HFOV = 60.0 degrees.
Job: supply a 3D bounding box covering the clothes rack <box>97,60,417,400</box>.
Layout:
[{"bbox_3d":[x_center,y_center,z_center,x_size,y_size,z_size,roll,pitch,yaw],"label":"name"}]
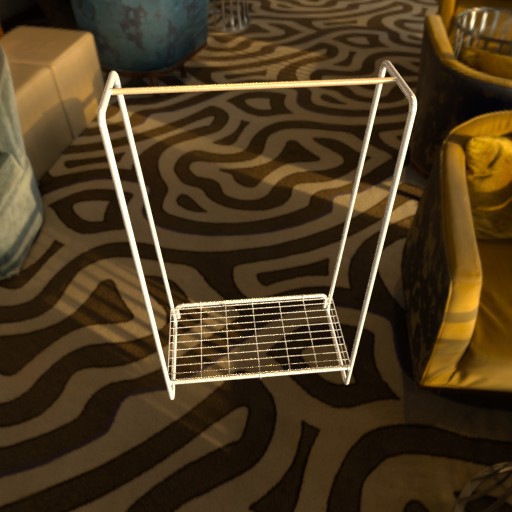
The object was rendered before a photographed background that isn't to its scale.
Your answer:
[{"bbox_3d":[0.000,0.000,1.867,0.900,1.500,0.495,-4,46,-4],"label":"clothes rack"}]
